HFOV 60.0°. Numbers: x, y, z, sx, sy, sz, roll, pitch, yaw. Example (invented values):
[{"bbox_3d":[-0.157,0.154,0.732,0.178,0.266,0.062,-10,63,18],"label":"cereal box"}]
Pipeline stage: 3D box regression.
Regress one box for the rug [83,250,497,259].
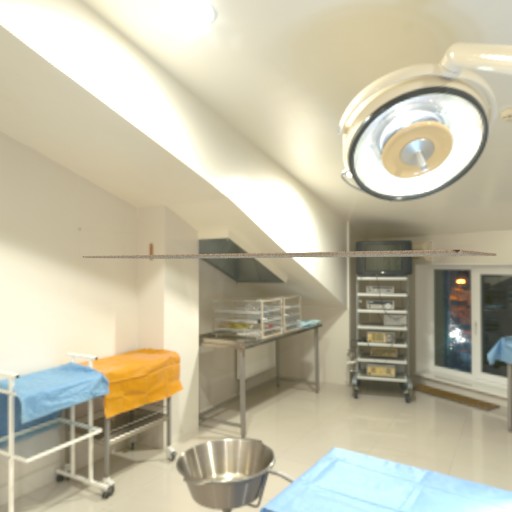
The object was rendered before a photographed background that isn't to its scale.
[{"bbox_3d":[0.000,0.000,2.643,2.438,0.012,0.762,-1,-1,37],"label":"rug"}]
